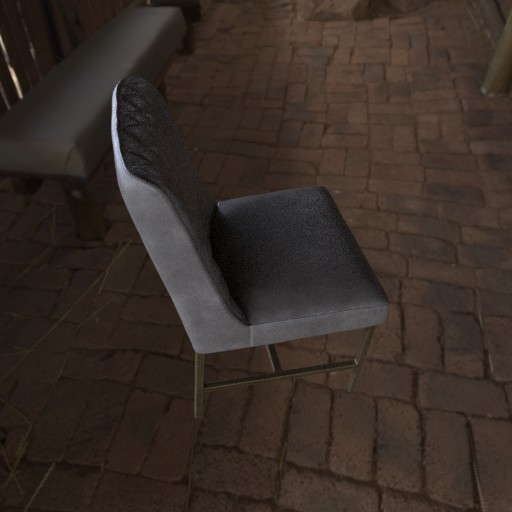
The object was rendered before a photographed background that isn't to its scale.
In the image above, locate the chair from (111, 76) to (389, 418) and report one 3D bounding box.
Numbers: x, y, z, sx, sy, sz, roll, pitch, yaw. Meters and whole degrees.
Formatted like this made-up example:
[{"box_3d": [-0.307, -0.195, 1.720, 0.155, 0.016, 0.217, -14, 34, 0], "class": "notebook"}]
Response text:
[{"box_3d": [0.000, 0.000, 1.225, 0.587, 0.889, 0.508, -9, 46, -9], "class": "chair"}]
